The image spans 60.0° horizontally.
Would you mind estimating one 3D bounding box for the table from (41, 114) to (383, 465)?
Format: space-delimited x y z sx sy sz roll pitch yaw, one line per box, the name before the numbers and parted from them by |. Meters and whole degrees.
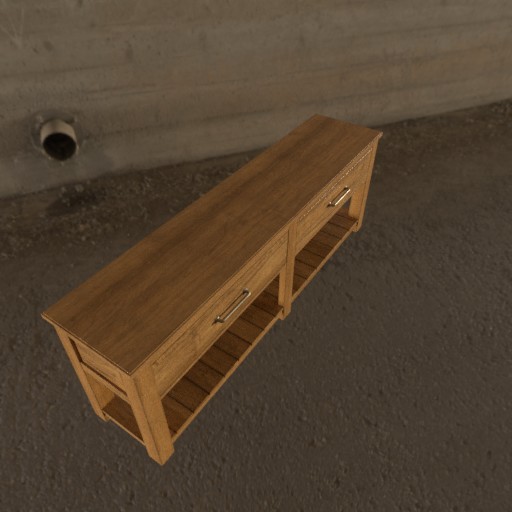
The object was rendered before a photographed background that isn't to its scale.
table | 0.000 0.000 2.096 0.425 0.635 1.815 25 47 25
